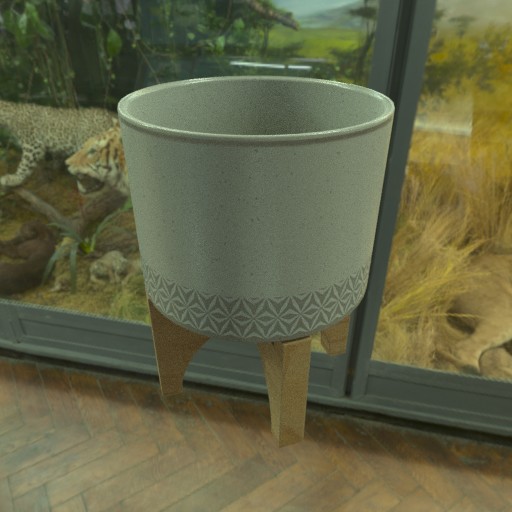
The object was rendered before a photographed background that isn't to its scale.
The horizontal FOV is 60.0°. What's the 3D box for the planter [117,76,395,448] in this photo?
[{"bbox_3d":[0.000,0.000,0.260,0.130,0.178,0.130,0,31,0],"label":"planter"}]
